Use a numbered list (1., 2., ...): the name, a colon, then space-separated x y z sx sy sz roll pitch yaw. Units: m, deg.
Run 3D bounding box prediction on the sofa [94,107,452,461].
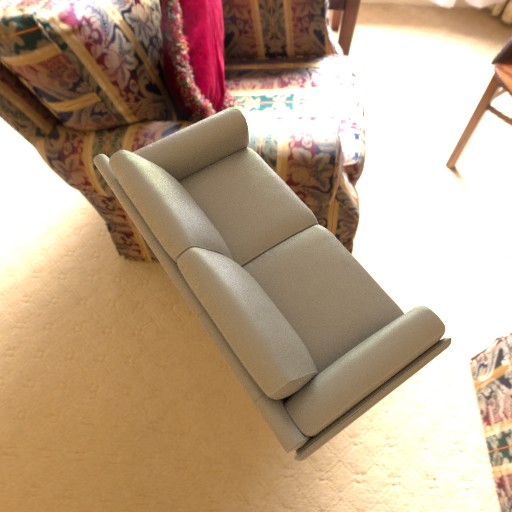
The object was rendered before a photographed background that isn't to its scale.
1. sofa: 0.000 0.000 2.654 1.049 0.930 2.101 -31 64 -17
